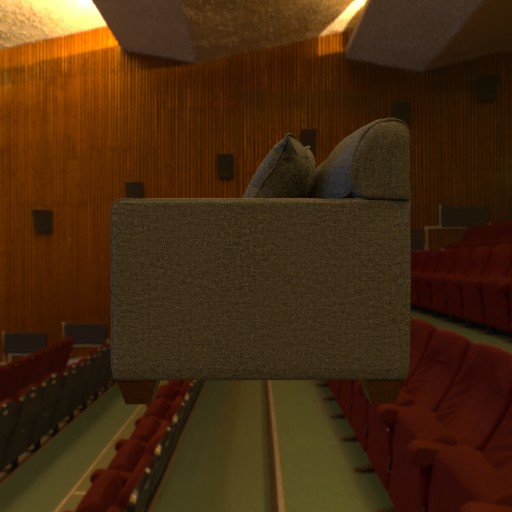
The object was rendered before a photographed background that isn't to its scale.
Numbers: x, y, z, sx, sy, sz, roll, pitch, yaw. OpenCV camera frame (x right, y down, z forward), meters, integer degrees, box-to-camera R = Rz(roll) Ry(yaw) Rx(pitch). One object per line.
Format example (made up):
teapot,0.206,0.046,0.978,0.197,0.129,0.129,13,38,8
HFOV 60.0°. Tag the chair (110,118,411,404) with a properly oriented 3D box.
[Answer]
chair,0.000,0.000,2.070,1.000,0.948,1.383,0,0,-1
